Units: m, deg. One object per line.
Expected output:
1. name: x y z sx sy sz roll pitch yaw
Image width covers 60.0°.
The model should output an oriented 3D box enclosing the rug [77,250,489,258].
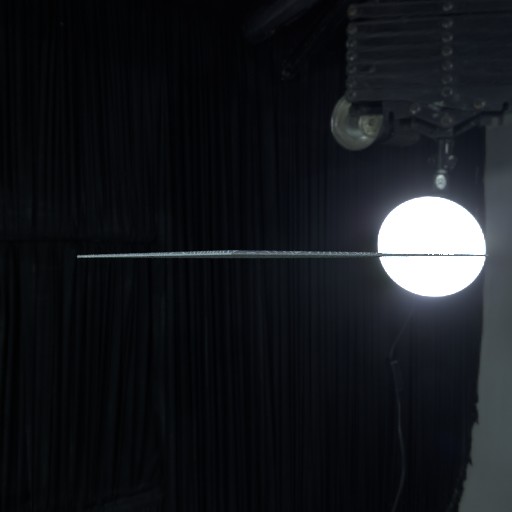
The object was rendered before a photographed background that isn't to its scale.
1. rug: 0.000 0.000 4.099 2.456 0.021 3.042 0 -1 -35
